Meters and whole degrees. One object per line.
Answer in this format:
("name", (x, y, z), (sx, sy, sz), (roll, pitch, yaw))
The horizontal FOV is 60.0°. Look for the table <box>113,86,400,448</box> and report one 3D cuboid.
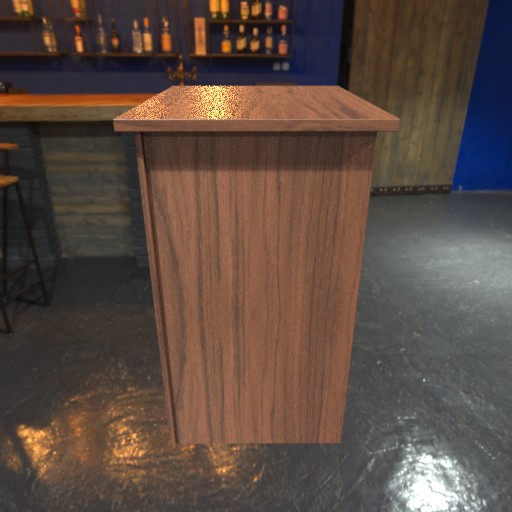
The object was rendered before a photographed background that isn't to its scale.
("table", (0.000, 0.000, 0.941), (0.381, 0.636, 0.480), (0, 26, 0))
